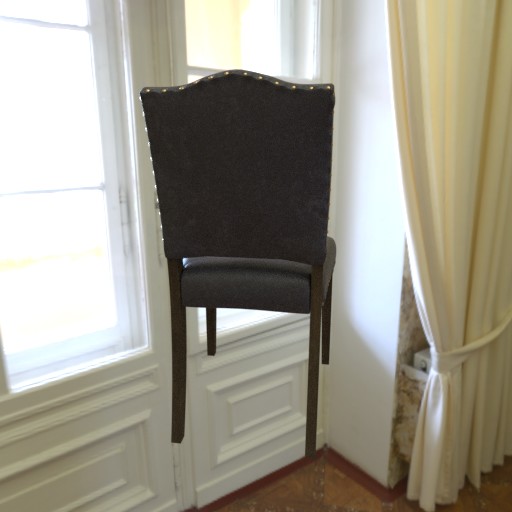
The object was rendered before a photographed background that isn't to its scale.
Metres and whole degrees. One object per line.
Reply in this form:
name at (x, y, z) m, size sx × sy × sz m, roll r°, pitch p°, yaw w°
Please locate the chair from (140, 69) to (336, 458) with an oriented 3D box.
chair at (0.000, 0.000, 1.361) m, size 0.500 × 0.991 × 0.633 m, roll 2°, pitch 15°, yaw 9°
